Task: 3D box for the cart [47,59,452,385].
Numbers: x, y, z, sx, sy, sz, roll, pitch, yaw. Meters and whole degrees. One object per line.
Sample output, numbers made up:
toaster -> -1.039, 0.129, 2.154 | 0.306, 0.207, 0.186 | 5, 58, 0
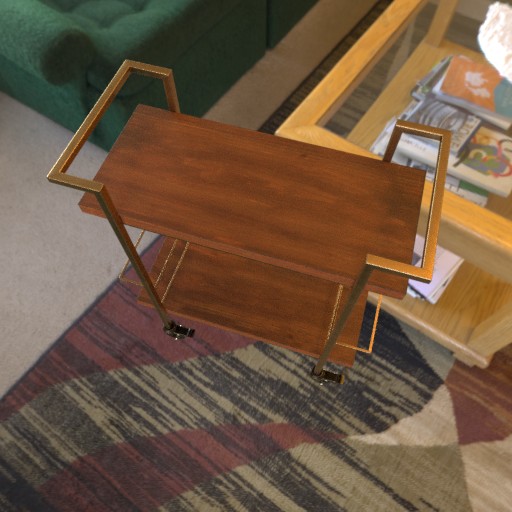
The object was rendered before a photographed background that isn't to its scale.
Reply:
cart -> 0.000, 0.000, 1.175 | 0.695, 0.807, 0.364 | 15, 63, 8
